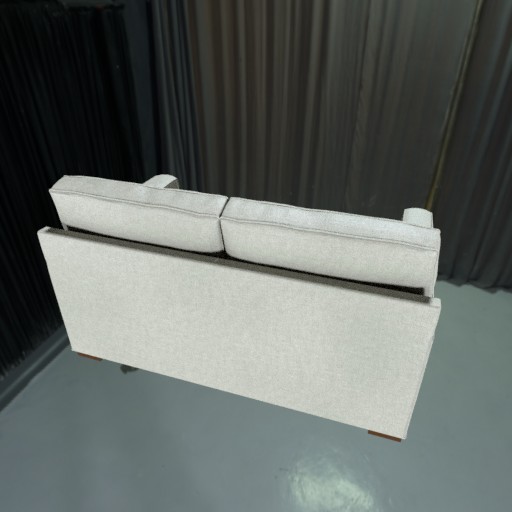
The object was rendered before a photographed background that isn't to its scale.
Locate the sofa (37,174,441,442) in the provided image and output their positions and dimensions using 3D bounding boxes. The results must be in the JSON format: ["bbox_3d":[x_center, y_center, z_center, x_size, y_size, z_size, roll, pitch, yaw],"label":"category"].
[{"bbox_3d":[0.000,0.000,2.013,1.484,0.853,0.940,10,34,15],"label":"sofa"}]
